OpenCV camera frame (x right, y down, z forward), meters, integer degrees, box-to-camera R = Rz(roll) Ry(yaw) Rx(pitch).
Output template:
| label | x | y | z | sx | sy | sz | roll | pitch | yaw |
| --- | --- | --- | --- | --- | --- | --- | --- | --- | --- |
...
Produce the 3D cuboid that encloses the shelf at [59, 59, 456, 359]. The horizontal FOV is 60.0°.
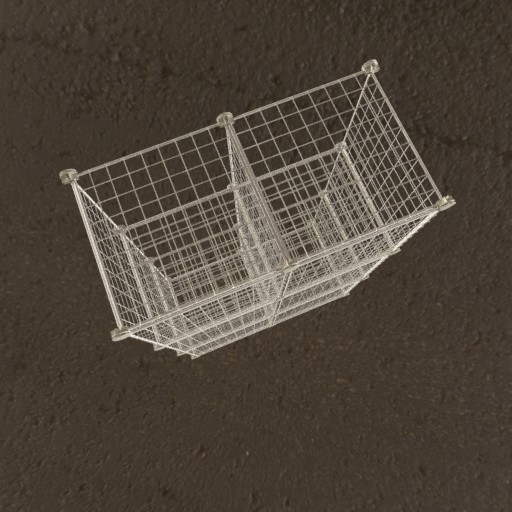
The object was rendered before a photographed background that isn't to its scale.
| label | x | y | z | sx | sy | sz | roll | pitch | yaw |
| --- | --- | --- | --- | --- | --- | --- | --- | --- | --- |
| shelf | 0.000 | 0.000 | 1.389 | 0.711 | 1.067 | 0.356 | -22 | 76 | -6 |
